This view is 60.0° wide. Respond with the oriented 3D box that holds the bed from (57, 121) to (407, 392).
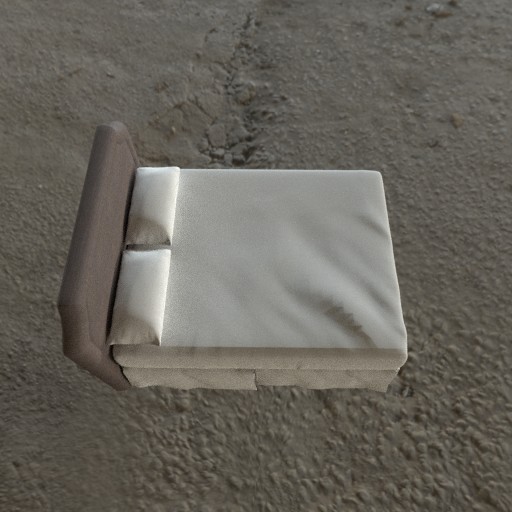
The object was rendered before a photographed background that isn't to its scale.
[{"bbox_3d":[0.000,0.000,3.177,2.116,1.290,1.693,0,63,0],"label":"bed"}]
